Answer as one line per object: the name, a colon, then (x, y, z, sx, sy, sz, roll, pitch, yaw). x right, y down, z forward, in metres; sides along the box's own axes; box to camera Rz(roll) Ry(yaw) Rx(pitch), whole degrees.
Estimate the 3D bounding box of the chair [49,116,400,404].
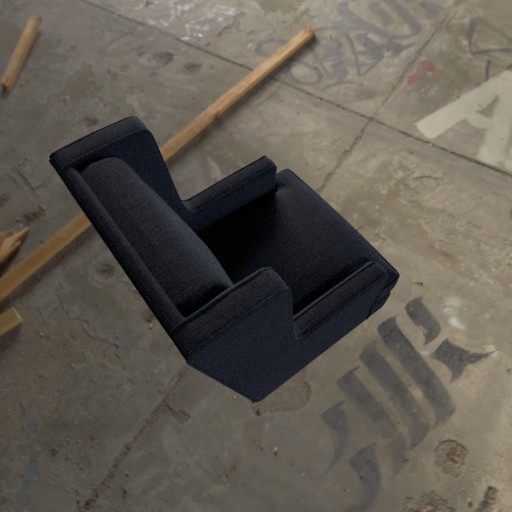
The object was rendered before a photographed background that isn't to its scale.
chair: (0.000, 0.000, 1.711, 0.947, 1.072, 0.764, -33, 64, -18)
